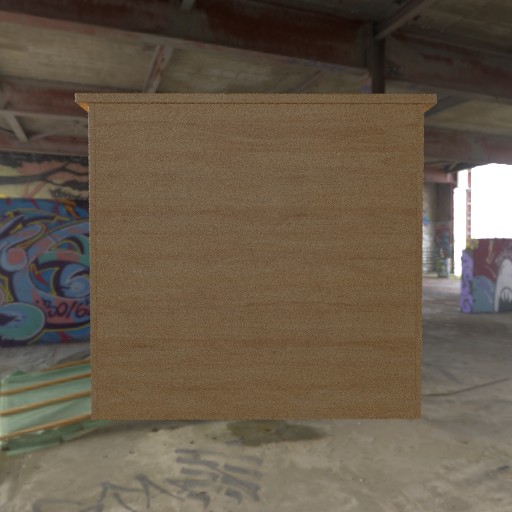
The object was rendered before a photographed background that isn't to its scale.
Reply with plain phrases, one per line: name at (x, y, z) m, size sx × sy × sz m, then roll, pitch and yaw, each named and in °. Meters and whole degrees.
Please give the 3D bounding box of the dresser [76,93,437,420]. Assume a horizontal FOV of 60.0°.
dresser at (0.000, 0.000, 1.194) m, size 0.800 × 0.730 × 0.410 m, roll 0°, pitch 1°, yaw 0°
